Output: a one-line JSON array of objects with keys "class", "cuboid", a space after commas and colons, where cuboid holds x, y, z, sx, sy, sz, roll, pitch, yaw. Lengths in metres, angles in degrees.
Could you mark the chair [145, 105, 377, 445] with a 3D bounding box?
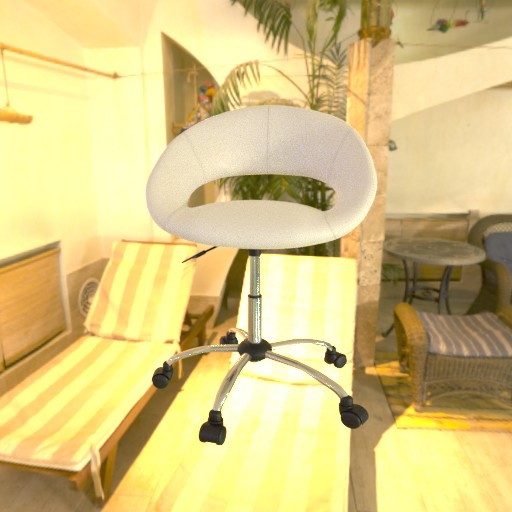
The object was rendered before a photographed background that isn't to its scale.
[{"class": "chair", "cuboid": [0.000, 0.000, 1.170, 0.612, 0.791, 0.538, 3, 15, 10]}]
